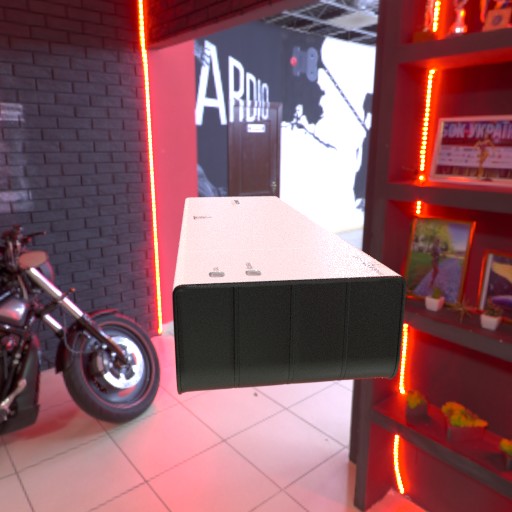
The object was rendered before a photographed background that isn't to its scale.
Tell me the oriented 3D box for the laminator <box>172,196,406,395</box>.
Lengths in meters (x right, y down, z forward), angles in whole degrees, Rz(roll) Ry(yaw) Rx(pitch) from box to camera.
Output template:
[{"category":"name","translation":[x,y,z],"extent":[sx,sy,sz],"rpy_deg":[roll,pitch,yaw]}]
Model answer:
[{"category":"laminator","translation":[0.000,0.000,0.377],"extent":[0.123,0.062,0.340],"rpy_deg":[-2,14,-8]}]
